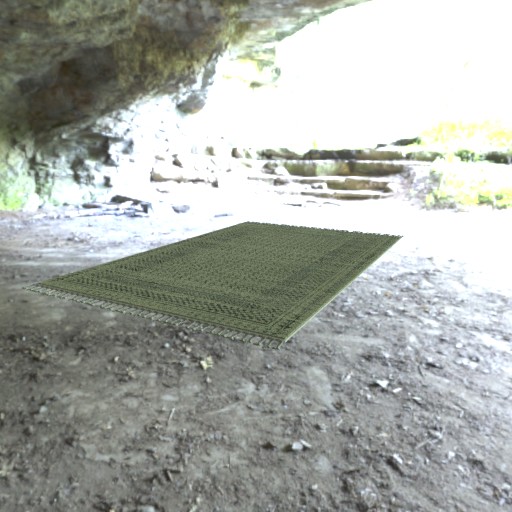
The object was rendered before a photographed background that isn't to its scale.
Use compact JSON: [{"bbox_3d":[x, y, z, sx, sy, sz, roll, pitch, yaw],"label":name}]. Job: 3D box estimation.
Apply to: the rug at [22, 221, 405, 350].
[{"bbox_3d":[0.000,0.000,3.067,1.548,0.013,2.486,8,16,28],"label":"rug"}]
